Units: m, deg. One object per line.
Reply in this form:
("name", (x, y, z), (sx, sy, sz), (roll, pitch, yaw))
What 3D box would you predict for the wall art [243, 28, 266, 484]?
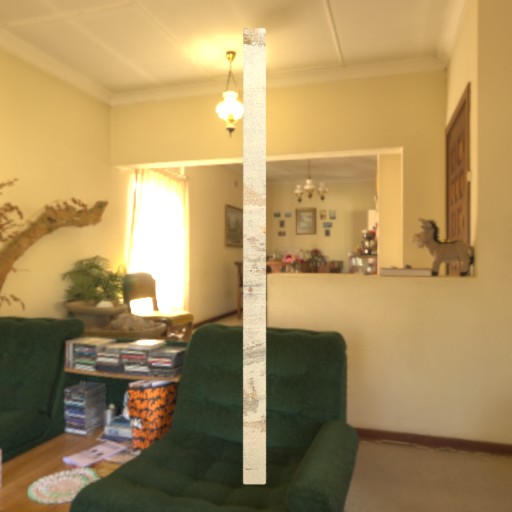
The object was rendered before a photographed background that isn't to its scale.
("wall art", (0.000, 0.000, 1.109), (0.038, 0.755, 0.753), (0, 0, 0))
